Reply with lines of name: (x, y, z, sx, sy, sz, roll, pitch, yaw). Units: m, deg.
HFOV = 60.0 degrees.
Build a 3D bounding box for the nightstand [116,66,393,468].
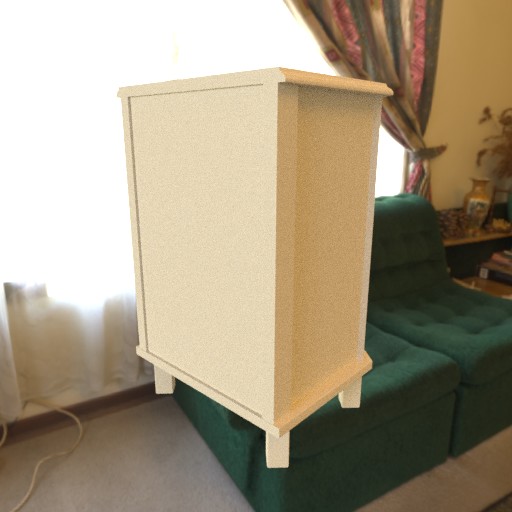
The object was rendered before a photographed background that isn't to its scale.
nightstand: (0.000, 0.000, 0.948, 0.435, 0.681, 0.351, 14, 21, 41)
